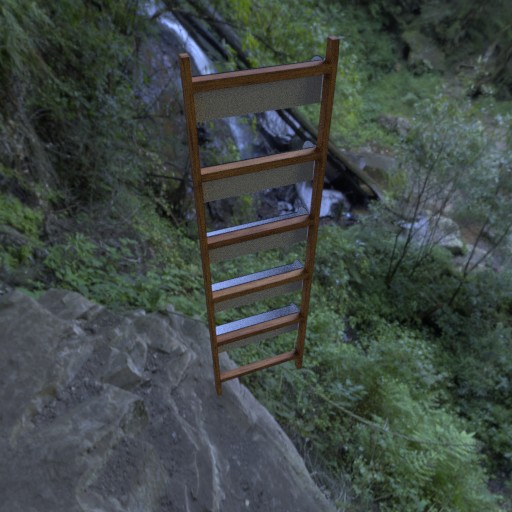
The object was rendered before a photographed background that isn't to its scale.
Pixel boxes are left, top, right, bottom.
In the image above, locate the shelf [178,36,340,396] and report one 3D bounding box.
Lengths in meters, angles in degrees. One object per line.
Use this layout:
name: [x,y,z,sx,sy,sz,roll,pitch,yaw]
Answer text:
shelf: [0.000,0.000,1.762,0.454,1.600,0.141,-14,44,-15]
